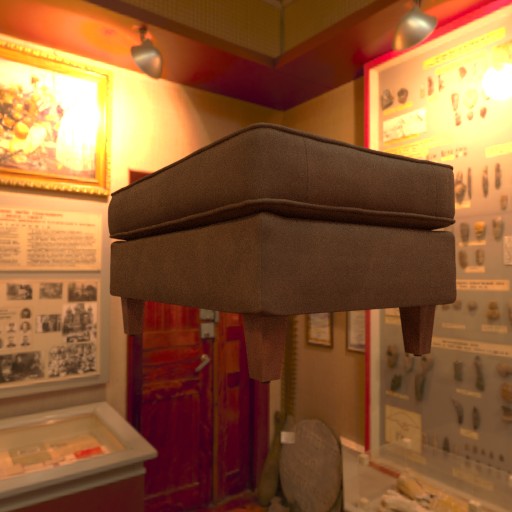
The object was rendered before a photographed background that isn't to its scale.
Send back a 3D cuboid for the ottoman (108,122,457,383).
[{"bbox_3d":[0.000,0.000,1.210,0.596,0.481,0.860,1,-3,-35],"label":"ottoman"}]
